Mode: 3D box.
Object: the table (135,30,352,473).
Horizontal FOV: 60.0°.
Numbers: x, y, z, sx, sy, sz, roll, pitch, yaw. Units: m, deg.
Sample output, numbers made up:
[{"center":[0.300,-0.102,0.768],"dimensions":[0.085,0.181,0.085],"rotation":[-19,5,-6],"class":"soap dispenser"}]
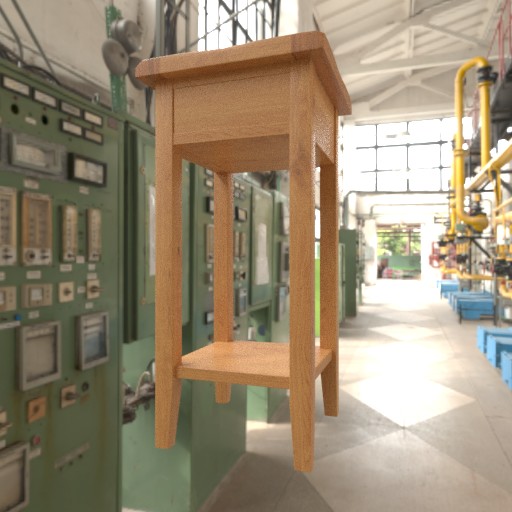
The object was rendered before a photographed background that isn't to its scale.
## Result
[{"center":[0.000,0.000,0.950],"dimensions":[0.360,0.740,0.360],"rotation":[0,0,19],"class":"table"}]
